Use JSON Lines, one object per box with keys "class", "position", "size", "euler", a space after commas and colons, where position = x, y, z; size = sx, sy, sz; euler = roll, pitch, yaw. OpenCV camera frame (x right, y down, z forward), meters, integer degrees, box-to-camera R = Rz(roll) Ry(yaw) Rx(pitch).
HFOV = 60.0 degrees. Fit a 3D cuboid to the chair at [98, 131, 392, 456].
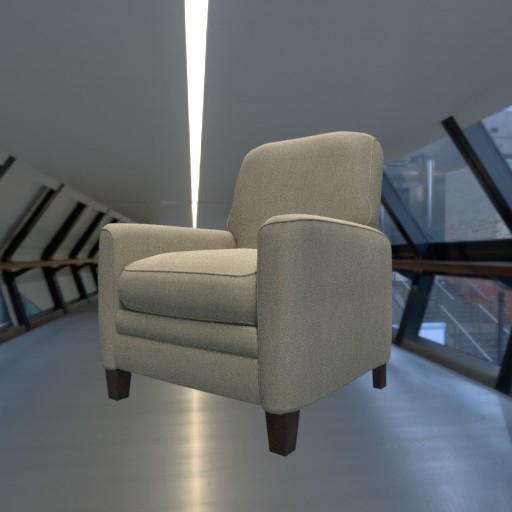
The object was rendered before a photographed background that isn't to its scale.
{"class": "chair", "position": [0.000, 0.000, 1.643], "size": [0.850, 1.006, 0.853], "euler": [1, 1, 36]}
